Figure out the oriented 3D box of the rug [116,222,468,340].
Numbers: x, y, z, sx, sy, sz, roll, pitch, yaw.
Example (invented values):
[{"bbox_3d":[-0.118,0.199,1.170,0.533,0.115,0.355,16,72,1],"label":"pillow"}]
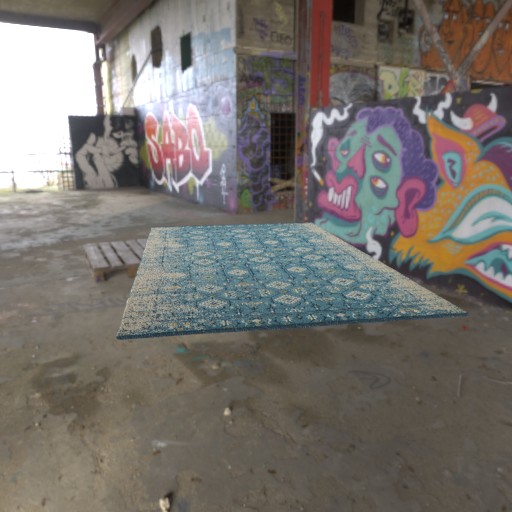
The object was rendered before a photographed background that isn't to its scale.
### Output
[{"bbox_3d":[0.000,0.000,3.015,1.530,0.015,2.449,-2,14,-9],"label":"rug"}]
